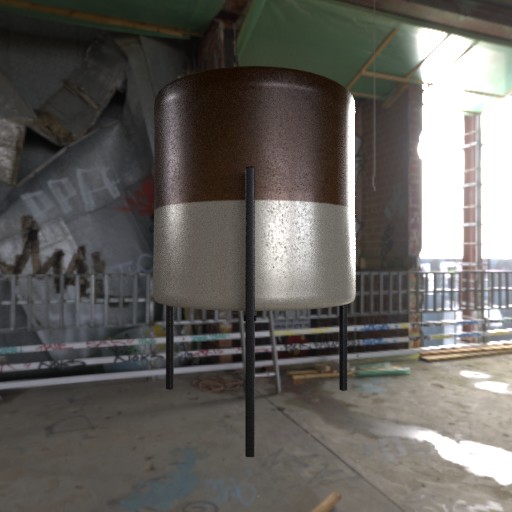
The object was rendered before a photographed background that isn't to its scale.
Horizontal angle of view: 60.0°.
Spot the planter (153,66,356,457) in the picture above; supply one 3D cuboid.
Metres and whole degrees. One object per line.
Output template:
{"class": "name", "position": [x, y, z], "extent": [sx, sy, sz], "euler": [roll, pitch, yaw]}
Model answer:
{"class": "planter", "position": [0.000, 0.000, 0.546], "extent": [0.255, 0.375, 0.269], "euler": [0, 0, 0]}
